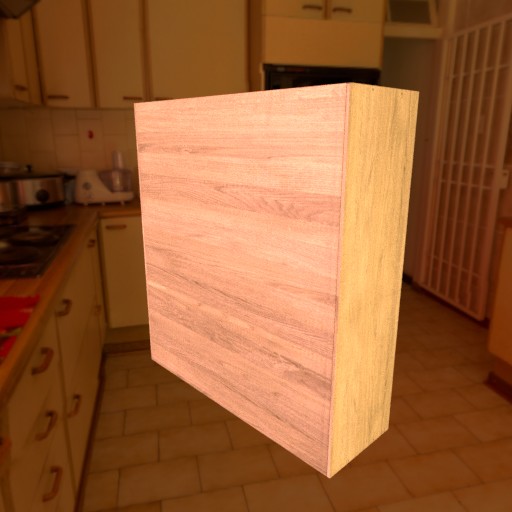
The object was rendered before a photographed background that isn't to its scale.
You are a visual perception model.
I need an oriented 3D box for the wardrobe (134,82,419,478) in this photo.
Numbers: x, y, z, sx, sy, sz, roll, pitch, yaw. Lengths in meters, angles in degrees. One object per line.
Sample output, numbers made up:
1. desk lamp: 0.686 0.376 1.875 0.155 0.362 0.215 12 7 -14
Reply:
1. wardrobe: 0.000 0.000 2.904 0.629 1.960 1.780 -14 21 -42
